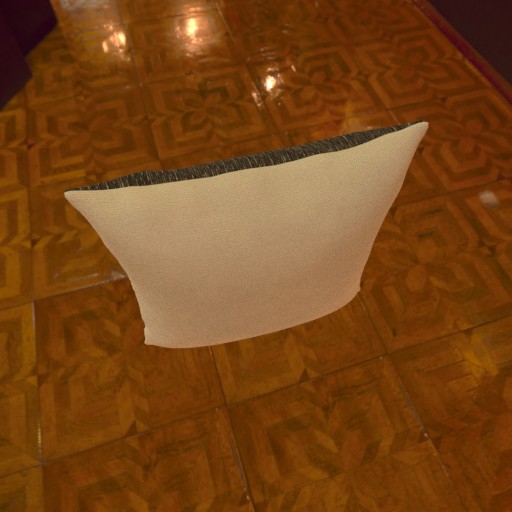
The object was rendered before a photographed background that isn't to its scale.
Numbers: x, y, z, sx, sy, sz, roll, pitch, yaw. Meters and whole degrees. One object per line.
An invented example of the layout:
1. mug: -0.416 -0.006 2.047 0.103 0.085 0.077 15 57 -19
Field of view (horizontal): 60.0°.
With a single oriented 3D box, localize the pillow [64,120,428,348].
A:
1. pillow: 0.000 0.000 0.686 0.433 0.434 0.196 -13 58 -8
